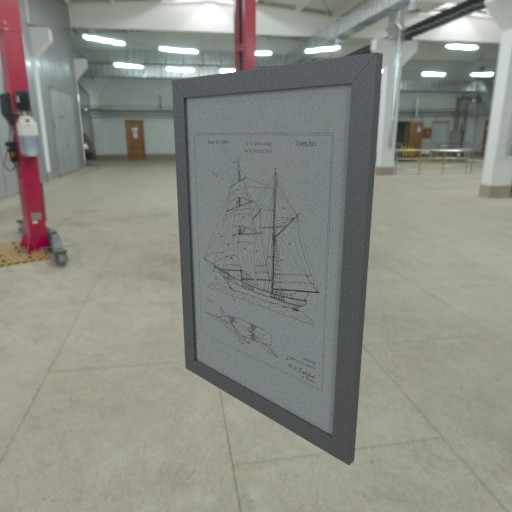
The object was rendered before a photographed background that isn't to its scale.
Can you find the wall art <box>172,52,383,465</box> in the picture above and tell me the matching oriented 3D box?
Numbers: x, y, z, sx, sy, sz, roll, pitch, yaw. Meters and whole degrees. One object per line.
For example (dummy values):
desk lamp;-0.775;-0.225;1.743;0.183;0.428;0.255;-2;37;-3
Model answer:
wall art;0.000;0.000;0.682;0.380;0.534;0.013;15;21;43
